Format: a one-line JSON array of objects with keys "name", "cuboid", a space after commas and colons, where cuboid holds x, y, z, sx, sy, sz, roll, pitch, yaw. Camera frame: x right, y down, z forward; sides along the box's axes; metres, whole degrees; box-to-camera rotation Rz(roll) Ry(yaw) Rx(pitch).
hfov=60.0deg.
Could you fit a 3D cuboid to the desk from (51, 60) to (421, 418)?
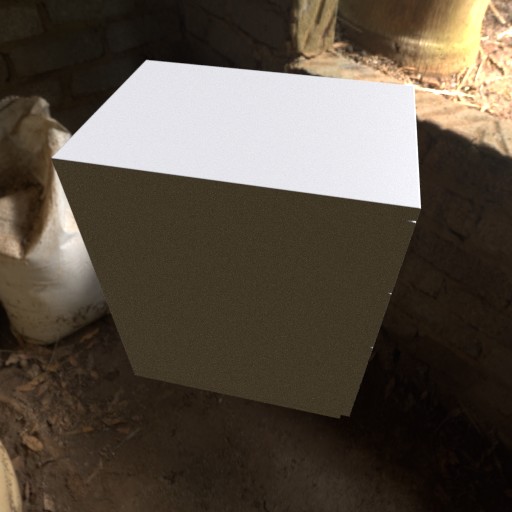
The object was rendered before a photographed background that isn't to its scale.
[{"name": "desk", "cuboid": [0.000, 0.000, 1.080, 0.600, 0.730, 0.404, 9, 47, 9]}]
